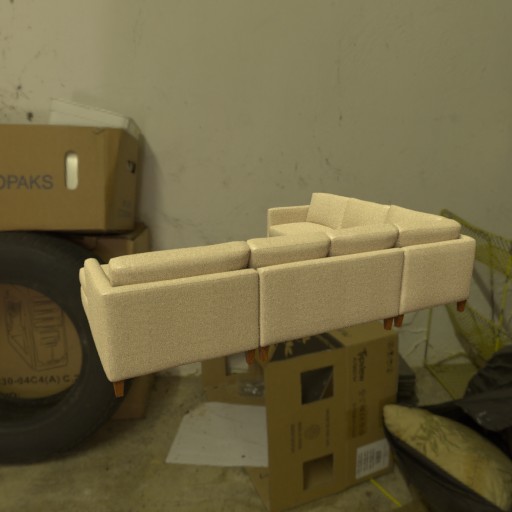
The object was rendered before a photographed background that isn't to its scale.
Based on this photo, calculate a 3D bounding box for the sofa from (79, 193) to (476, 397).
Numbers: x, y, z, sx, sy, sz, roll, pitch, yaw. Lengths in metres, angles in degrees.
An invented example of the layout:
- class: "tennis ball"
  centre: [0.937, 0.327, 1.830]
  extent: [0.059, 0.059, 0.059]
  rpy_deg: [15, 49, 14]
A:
- class: "sofa"
  centre: [0.000, 0.000, 4.630]
  extent: [3.460, 0.961, 2.594]
  rpy_deg: [-7, 17, -26]
